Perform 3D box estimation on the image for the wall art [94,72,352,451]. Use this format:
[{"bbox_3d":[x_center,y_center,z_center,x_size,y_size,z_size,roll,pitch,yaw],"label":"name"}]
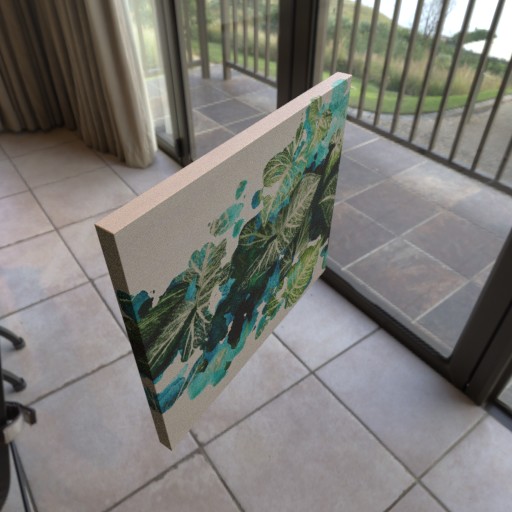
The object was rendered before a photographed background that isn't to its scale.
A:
[{"bbox_3d":[0.000,0.000,1.003,0.043,0.610,0.711,25,47,25],"label":"wall art"}]
